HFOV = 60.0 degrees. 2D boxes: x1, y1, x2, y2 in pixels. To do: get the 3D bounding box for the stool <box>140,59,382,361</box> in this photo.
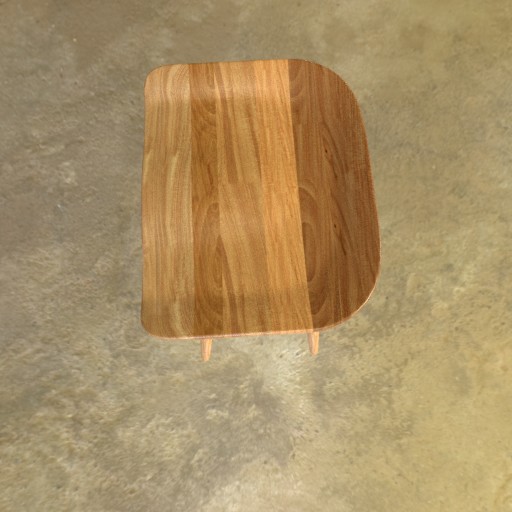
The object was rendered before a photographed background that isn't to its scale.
[{"bbox_3d":[0.000,0.000,0.941,0.322,0.698,0.407,-3,74,-1],"label":"stool"}]
